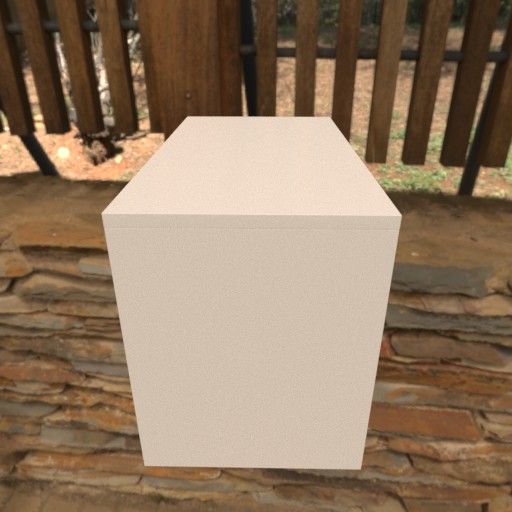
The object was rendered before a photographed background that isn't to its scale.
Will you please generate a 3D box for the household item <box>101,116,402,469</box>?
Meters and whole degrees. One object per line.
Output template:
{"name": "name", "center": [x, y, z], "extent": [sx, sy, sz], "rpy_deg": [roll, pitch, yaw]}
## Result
{"name": "household item", "center": [0.000, 0.000, 1.539], "extent": [0.597, 0.749, 1.100], "rpy_deg": [0, 27, 1]}
